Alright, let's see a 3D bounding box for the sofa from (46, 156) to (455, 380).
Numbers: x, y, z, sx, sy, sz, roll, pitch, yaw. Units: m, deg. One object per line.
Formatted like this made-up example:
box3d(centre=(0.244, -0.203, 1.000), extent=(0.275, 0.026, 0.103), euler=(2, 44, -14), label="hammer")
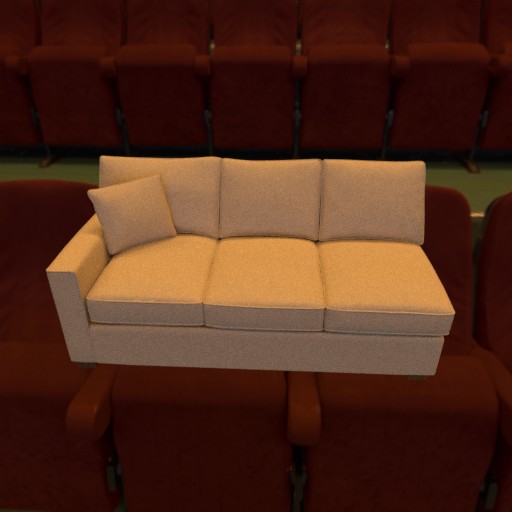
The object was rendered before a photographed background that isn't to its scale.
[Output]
box3d(centre=(0.000, 0.000, 2.556), extent=(1.962, 0.946, 1.034), euler=(1, 30, 3), label="sofa")
